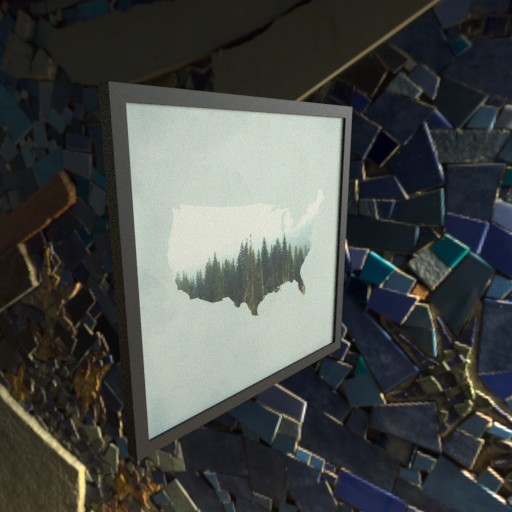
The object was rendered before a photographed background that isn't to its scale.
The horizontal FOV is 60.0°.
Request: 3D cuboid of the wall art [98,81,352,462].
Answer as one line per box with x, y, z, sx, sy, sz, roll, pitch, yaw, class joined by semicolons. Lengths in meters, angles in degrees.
0.000;0.000;1.130;0.038;0.763;0.763;14;19;43;wall art
